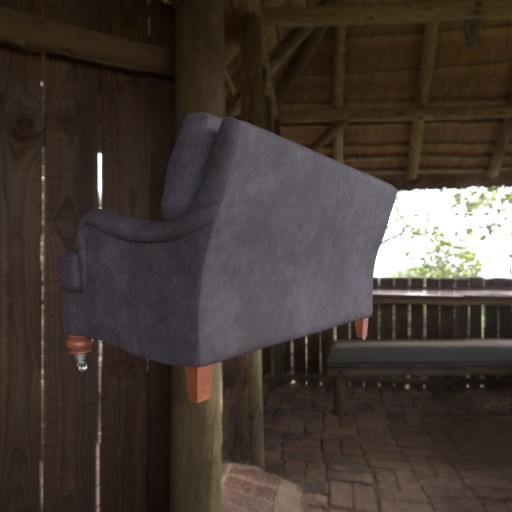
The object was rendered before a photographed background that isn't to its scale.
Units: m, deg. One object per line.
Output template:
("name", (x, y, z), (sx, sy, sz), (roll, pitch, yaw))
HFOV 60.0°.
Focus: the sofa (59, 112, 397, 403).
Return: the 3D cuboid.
("sofa", (0.000, 0.000, 2.527), (1.084, 1.101, 1.853), (0, 0, 35))
